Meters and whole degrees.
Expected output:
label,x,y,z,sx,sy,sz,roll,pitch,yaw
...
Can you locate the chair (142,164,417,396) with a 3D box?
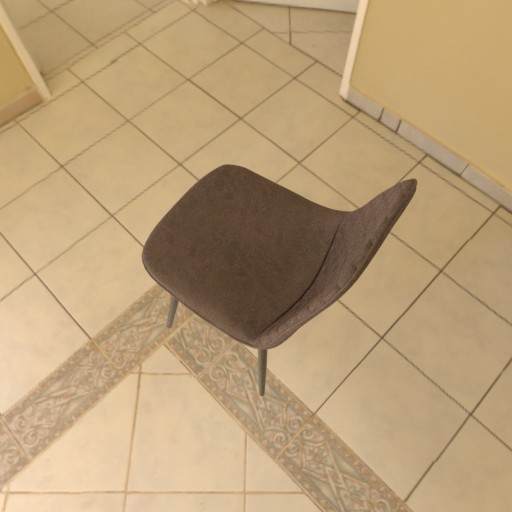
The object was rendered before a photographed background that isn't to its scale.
label,x,y,z,sx,sy,sz,roll,pitch,yaw
chair,0.000,0.000,1.203,0.561,0.889,0.472,32,68,15
